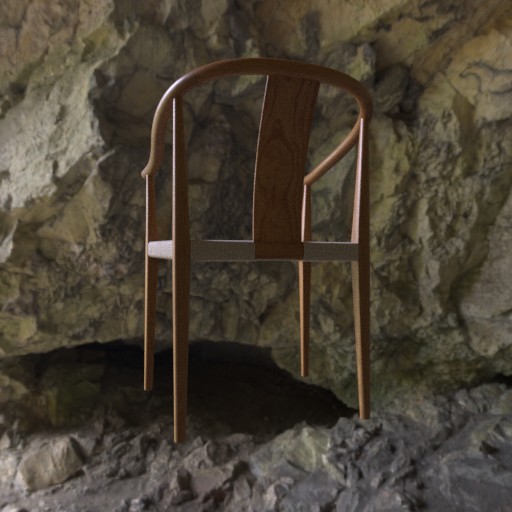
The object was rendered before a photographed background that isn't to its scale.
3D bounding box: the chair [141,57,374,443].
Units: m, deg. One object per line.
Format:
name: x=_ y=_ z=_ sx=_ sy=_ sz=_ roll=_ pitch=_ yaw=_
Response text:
chair: x=0.000 y=0.000 z=1.177 sx=0.556 sy=0.800 sz=0.579 roll=0 pitch=-1 yaw=-18
